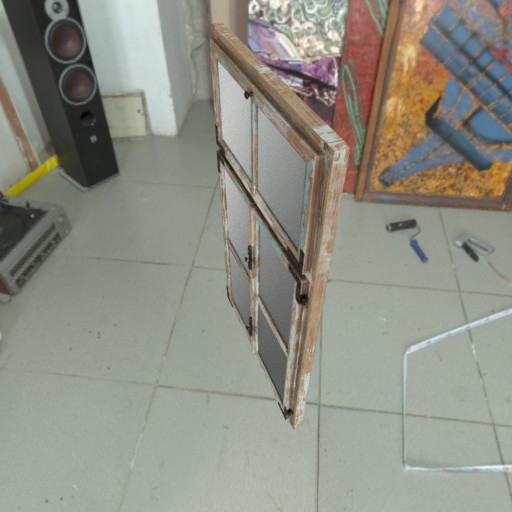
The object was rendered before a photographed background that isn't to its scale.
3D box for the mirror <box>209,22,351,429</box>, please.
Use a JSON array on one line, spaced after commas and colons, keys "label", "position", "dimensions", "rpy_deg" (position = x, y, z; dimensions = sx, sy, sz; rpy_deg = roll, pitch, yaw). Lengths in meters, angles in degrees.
[{"label": "mirror", "position": [0.000, 0.000, 1.465], "dimensions": [0.083, 1.213, 0.707], "rpy_deg": [-17, 48, -15]}]
